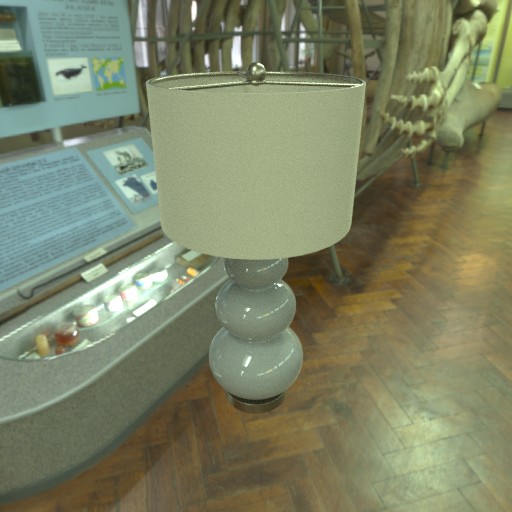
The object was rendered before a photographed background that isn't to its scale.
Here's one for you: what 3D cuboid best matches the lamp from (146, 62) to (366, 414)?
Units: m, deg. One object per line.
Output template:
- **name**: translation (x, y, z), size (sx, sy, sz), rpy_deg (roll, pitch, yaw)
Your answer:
- **lamp**: translation (0.000, 0.000, 0.910), size (0.367, 0.730, 0.367), rpy_deg (0, 27, 0)
